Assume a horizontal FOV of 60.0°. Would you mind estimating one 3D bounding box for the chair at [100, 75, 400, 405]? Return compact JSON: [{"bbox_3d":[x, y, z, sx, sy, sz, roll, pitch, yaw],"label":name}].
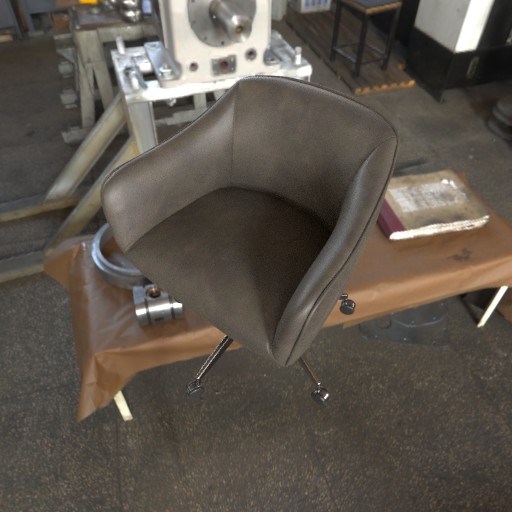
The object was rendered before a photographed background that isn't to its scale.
[{"bbox_3d":[0.000,0.000,1.348,0.713,0.827,0.689,30,53,26],"label":"chair"}]
